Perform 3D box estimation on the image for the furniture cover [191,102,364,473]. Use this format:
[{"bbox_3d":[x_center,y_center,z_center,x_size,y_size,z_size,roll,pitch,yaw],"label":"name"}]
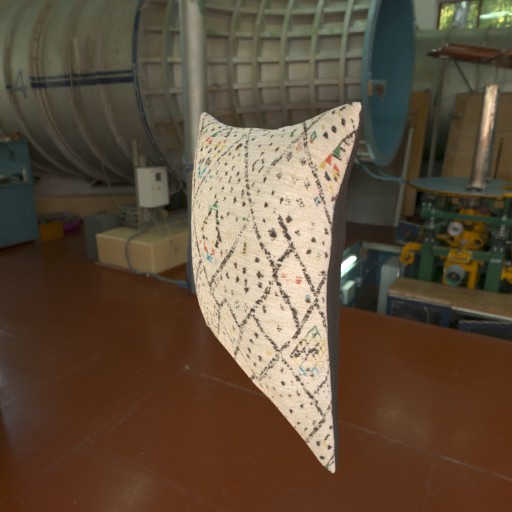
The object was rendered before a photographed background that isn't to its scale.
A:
[{"bbox_3d":[0.000,0.000,0.779,0.180,0.498,0.525,-8,19,-25],"label":"furniture cover"}]
